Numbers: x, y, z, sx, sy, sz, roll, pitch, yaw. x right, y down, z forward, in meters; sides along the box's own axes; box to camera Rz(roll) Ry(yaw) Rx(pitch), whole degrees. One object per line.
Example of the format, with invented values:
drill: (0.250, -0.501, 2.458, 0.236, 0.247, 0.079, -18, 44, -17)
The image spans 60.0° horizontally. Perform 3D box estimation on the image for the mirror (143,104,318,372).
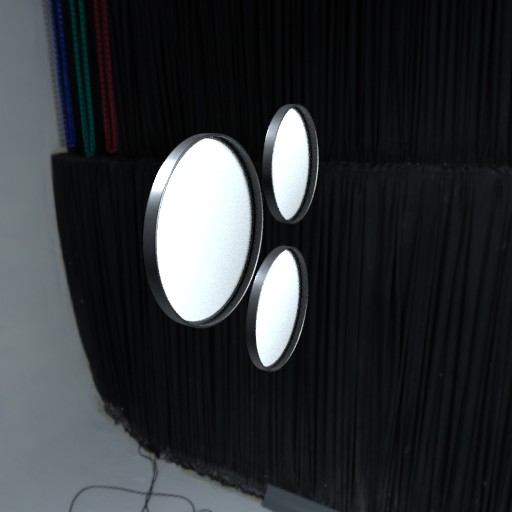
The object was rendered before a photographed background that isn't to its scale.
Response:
mirror: (0.000, 0.000, 3.114, 0.076, 2.096, 2.160, 8, 17, 27)
